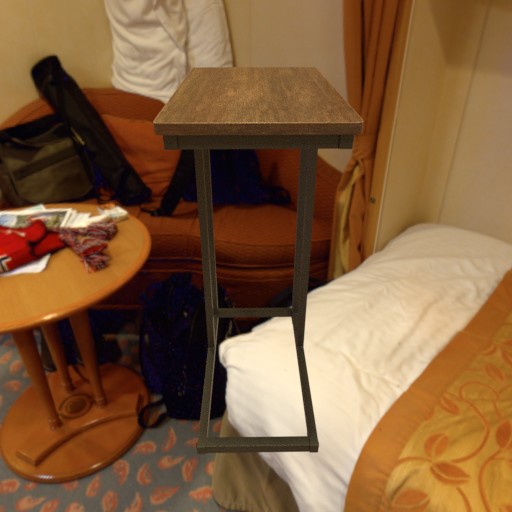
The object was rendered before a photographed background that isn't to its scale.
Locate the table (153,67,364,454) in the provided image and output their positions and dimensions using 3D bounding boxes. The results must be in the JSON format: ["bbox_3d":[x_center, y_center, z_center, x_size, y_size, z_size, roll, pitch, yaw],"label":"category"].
[{"bbox_3d":[0.000,0.000,0.883,0.254,0.637,0.450,0,31,-1],"label":"table"}]
